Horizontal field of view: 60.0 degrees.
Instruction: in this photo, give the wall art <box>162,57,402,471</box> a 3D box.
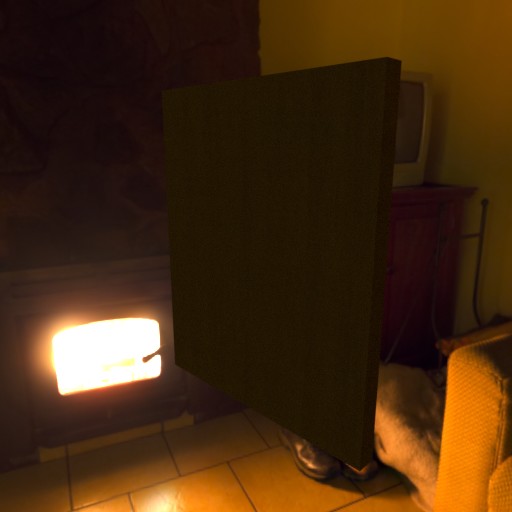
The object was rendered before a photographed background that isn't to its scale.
[{"bbox_3d":[0.000,0.000,0.738,0.455,0.552,0.034,14,19,43],"label":"wall art"}]
